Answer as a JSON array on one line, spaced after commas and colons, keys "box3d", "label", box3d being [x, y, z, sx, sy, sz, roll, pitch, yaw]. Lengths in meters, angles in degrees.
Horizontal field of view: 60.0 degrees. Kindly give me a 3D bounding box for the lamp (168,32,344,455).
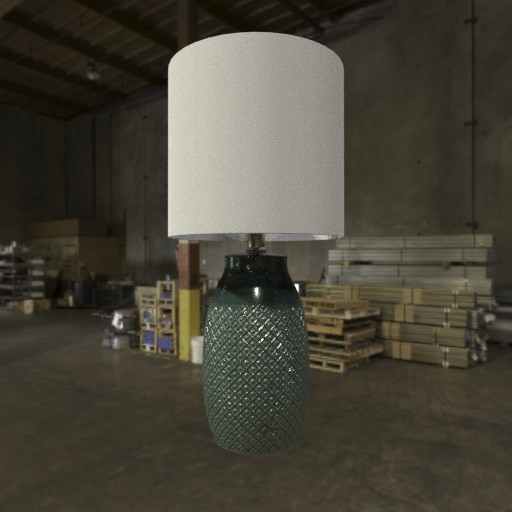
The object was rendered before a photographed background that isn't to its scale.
[{"box3d": [0.000, 0.000, 0.556, 0.217, 0.453, 0.217, 0, 0, 37], "label": "lamp"}]
